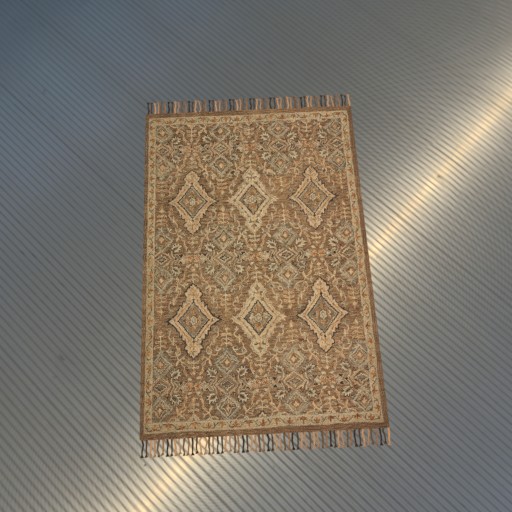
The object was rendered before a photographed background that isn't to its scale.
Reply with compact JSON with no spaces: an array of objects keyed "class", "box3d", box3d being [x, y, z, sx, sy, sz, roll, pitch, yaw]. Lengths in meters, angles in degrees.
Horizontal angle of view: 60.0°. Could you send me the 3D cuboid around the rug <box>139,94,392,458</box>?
[{"class":"rug","box3d":[0.000,0.000,2.978,1.516,0.010,2.434,-3,75,-1]}]
